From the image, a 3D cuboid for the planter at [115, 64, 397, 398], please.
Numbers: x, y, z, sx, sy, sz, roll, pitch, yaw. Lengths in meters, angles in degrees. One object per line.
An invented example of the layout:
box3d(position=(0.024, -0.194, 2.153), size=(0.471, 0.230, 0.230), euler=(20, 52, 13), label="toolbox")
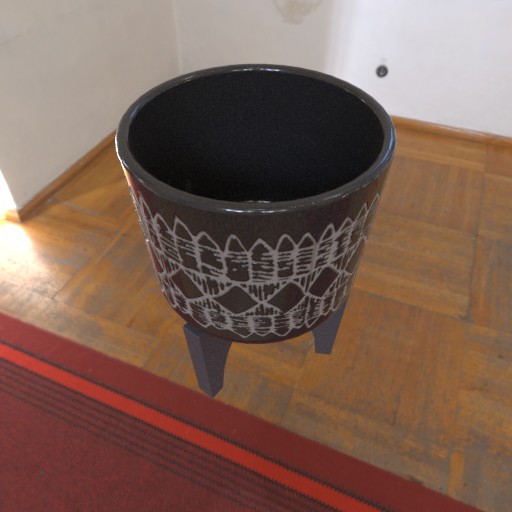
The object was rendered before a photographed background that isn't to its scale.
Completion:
box3d(position=(0.000, 0.000, 0.529), size=(0.251, 0.355, 0.251), euler=(-16, 48, -15), label="planter")
